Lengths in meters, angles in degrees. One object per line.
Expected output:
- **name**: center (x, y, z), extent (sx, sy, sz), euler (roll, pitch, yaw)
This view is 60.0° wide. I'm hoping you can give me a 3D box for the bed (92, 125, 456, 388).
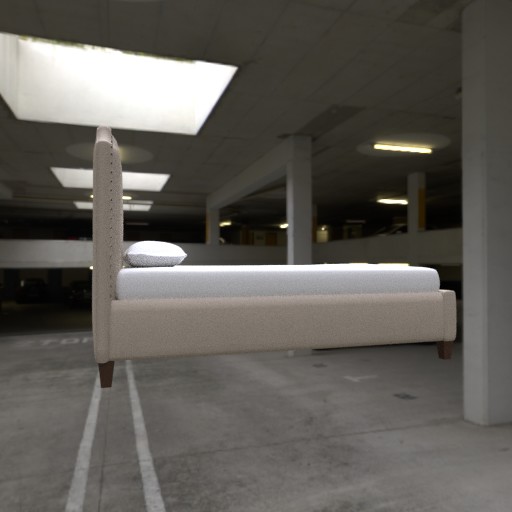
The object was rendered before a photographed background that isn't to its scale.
- **bed**: center (0.000, 0.000, 3.492), extent (2.372, 1.443, 1.713), euler (0, -1, -18)
